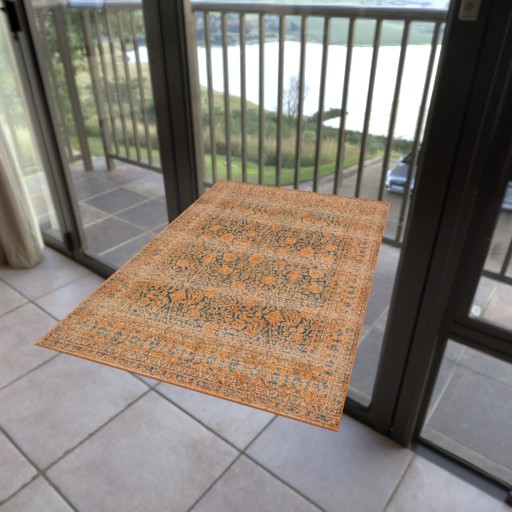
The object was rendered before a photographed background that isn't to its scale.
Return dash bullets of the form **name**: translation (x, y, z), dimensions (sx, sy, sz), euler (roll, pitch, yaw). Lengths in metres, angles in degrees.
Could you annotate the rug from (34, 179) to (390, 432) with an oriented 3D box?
- **rug**: translation (0.000, 0.000, 2.938), dimensions (1.525, 0.007, 2.336), euler (10, 33, 17)
